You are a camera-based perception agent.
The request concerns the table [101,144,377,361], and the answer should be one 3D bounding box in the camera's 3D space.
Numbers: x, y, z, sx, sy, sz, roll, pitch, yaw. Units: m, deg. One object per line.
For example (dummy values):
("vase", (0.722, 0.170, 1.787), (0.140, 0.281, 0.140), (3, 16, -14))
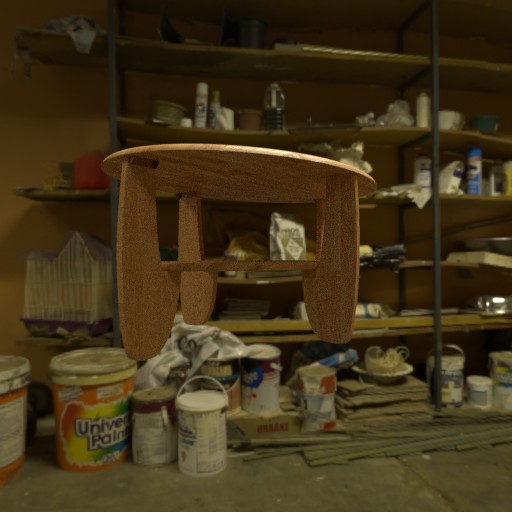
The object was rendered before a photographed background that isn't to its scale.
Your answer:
("table", (0.000, 0.000, 1.414), (0.690, 0.490, 1.040), (0, 0, 36))
